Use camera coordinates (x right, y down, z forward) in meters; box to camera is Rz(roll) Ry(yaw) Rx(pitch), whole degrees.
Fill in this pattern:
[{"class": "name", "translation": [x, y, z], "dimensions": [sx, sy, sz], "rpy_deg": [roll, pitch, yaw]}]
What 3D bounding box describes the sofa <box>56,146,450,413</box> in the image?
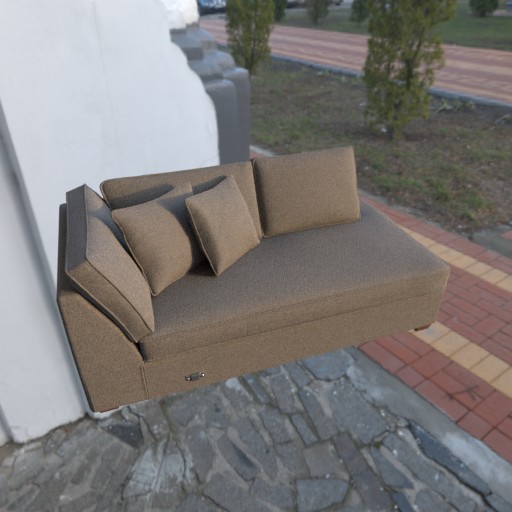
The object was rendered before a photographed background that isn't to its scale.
[{"class": "sofa", "translation": [0.000, 0.000, 2.825], "dimensions": [2.237, 1.033, 1.110], "rpy_deg": [-11, 33, -17]}]
